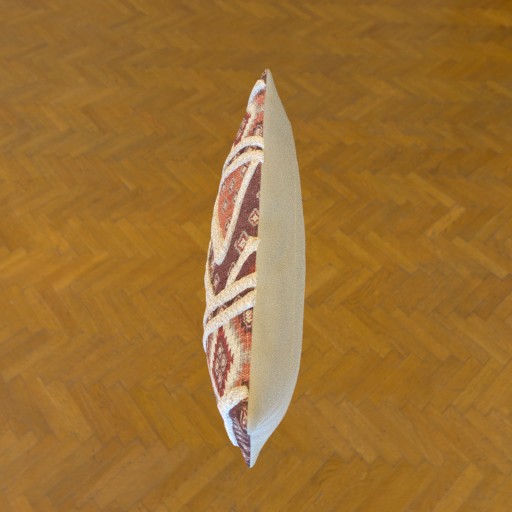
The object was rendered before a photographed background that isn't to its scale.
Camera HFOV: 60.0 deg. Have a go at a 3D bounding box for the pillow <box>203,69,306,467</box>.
[{"bbox_3d":[0.000,0.000,0.737,0.161,0.295,0.608,2,58,1],"label":"pillow"}]
